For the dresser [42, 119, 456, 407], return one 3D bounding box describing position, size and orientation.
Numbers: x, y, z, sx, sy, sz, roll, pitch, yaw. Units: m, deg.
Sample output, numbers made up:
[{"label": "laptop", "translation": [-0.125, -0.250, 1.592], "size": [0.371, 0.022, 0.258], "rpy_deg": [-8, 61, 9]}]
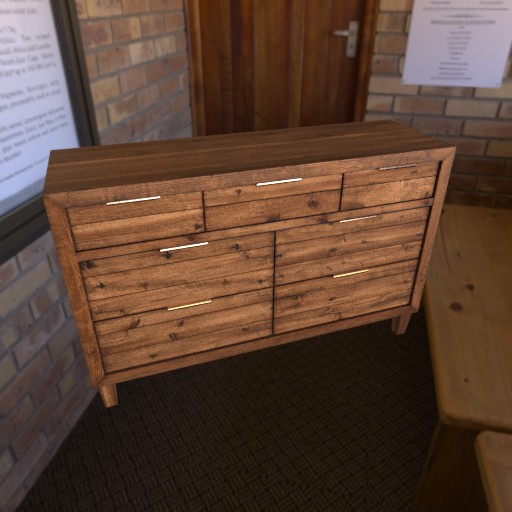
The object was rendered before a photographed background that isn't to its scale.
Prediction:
[{"label": "dresser", "translation": [0.000, 0.000, 1.810], "size": [1.387, 0.892, 0.438], "rpy_deg": [-10, 32, -16]}]
